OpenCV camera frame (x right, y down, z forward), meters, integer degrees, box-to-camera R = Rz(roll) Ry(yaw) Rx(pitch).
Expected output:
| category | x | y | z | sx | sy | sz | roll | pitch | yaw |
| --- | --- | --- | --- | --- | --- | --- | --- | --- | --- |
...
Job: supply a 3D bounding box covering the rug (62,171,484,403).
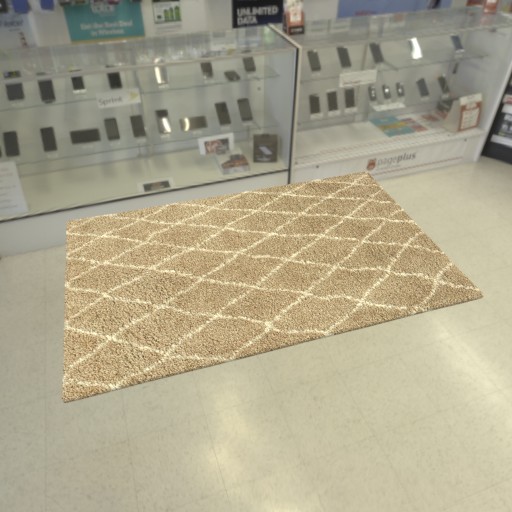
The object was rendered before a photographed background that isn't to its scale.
| category | x | y | z | sx | sy | sz | roll | pitch | yaw |
| --- | --- | --- | --- | --- | --- | --- | --- | --- | --- |
| rug | 0.000 | 0.000 | 2.967 | 2.438 | 0.030 | 1.524 | -11 | 43 | -13 |
